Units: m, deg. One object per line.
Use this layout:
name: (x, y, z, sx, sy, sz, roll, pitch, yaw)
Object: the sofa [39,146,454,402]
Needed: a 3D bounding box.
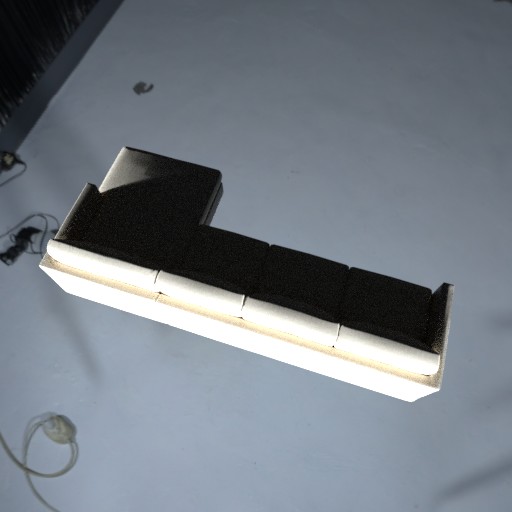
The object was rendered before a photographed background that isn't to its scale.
sofa: (0.000, 0.000, 4.159, 3.471, 0.954, 1.603, 16, 65, 8)
